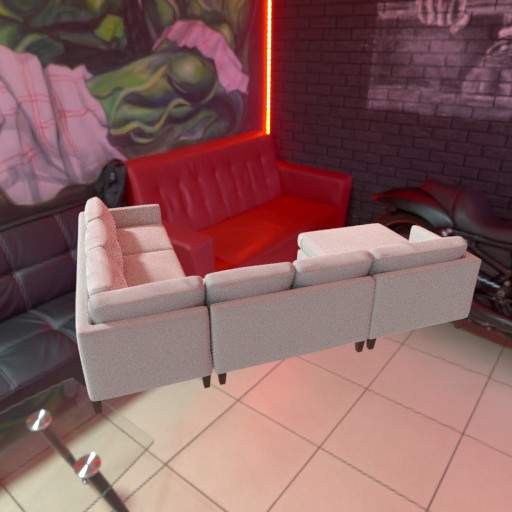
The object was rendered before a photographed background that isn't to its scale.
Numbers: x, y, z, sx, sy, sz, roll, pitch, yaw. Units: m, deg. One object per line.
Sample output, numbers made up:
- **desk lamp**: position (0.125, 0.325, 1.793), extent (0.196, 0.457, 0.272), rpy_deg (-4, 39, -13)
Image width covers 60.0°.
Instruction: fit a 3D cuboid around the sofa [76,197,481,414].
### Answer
- **sofa**: position (0.000, 0.000, 4.647), extent (3.459, 0.956, 2.593), rpy_deg (-9, 27, -17)
